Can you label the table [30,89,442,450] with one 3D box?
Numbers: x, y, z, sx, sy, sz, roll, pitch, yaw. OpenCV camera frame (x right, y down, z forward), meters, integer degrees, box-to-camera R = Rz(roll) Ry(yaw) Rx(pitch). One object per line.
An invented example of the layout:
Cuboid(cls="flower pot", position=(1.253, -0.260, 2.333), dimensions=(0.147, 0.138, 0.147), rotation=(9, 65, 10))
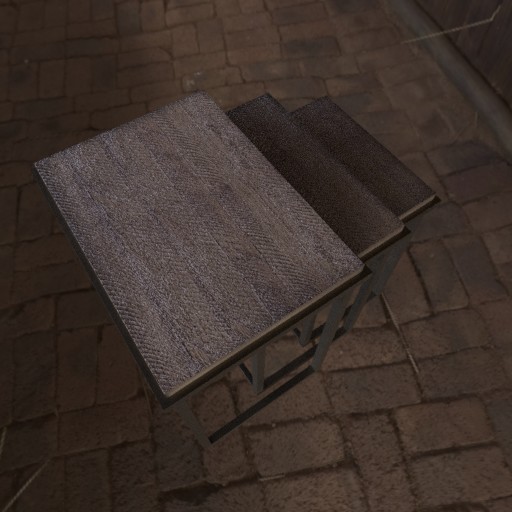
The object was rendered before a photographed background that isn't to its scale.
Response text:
Cuboid(cls="table", position=(0.000, 0.000, 1.107), dimensions=(0.706, 0.610, 0.559), rotation=(-30, 64, -17))
